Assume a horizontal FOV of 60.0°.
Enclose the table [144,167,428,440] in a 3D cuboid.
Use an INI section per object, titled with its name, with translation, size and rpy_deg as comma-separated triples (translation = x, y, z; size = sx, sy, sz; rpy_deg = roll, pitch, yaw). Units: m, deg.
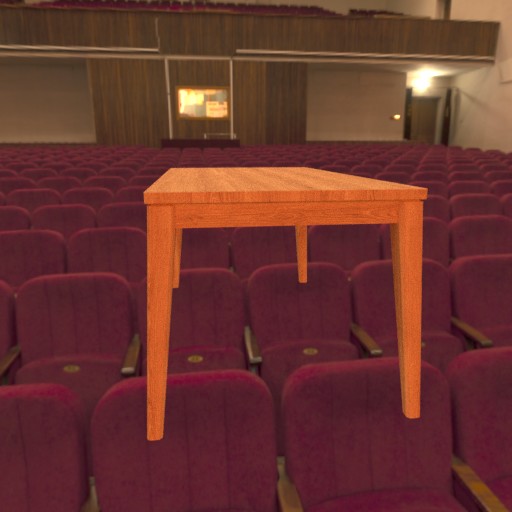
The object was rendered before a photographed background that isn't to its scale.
[table]
translation = 0.000, 0.000, 2.108
size = 0.900, 0.760, 1.600
rpy_deg = -2, 14, -8
